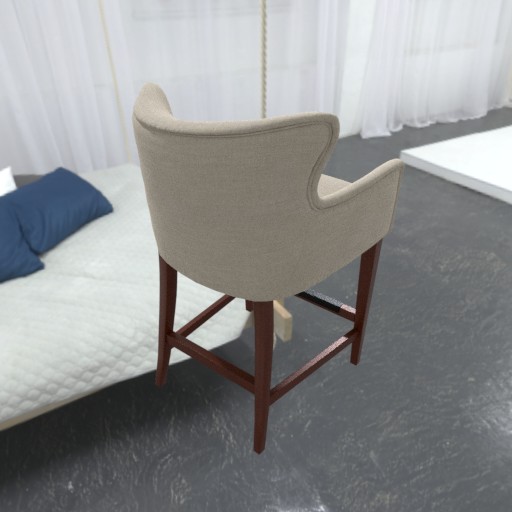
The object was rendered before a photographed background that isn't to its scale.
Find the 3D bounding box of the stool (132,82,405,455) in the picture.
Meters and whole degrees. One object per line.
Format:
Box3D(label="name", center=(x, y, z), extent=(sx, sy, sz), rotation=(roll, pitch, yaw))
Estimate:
Box3D(label="stool", center=(0.000, 0.000, 1.366), extent=(0.615, 0.987, 0.637), rotation=(22, 38, 32))
